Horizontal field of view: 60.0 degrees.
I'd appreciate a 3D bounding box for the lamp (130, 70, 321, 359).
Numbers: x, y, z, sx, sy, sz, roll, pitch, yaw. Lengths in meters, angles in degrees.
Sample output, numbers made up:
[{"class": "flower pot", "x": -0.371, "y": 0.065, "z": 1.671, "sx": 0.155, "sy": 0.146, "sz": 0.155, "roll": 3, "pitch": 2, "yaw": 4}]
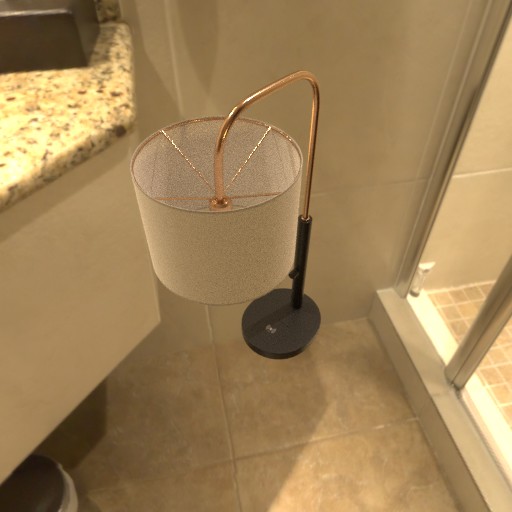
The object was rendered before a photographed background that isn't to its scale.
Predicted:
[{"class": "lamp", "x": 0.000, "y": 0.000, "z": 0.707, "sx": 0.199, "sy": 0.540, "sz": 0.337, "roll": 32, "pitch": 53, "yaw": 27}]
